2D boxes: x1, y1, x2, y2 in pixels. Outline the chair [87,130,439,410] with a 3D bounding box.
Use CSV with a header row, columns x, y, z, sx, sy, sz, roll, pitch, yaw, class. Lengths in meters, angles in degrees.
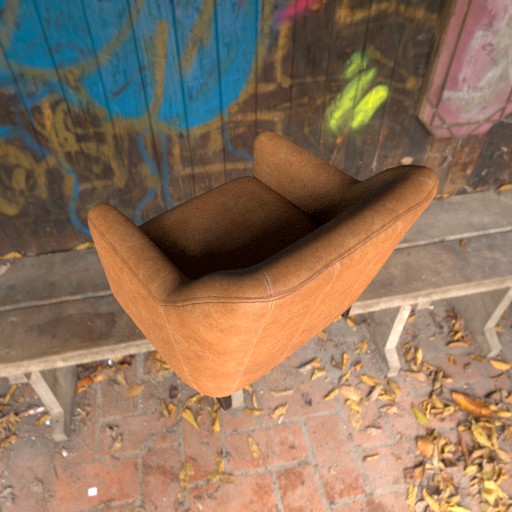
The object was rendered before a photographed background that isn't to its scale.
x,y,z,sx,sy,sz,roll,pitch,yaw,class
0.000,0.000,1.885,1.037,0.980,1.034,-31,53,-27,chair
